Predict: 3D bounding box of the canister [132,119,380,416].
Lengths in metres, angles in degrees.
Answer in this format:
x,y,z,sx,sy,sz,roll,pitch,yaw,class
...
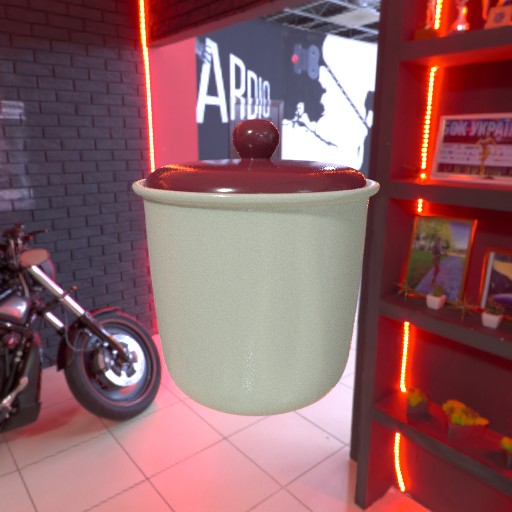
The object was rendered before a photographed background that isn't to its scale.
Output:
x,y,z,sx,sy,sz,roll,pitch,yaw,class
0.000,0.000,0.352,0.182,0.208,0.182,0,14,0,canister
